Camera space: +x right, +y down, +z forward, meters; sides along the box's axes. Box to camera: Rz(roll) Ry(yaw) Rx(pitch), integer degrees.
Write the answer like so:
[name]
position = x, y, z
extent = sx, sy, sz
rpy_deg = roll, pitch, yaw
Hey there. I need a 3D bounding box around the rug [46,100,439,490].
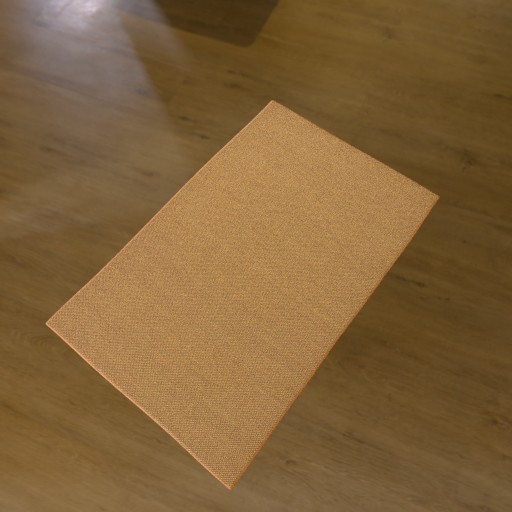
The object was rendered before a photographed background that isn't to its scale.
[rug]
position = 0.000, 0.000, 2.108
extent = 1.078, 0.013, 1.678
rpy_deg = 35, 69, 15
